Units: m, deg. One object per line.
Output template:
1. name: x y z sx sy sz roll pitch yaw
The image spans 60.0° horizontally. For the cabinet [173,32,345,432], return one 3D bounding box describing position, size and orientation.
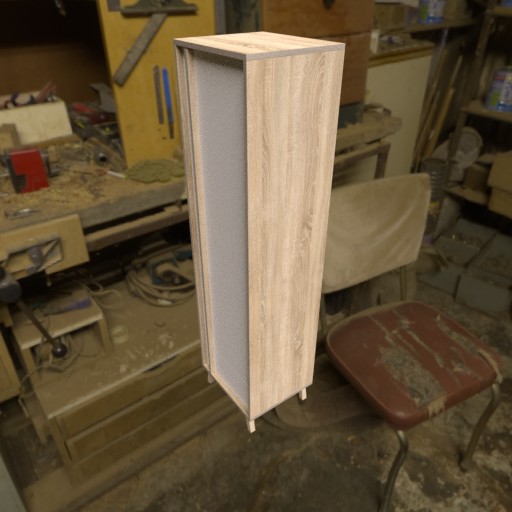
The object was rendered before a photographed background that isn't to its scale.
1. cabinet: 0.000 0.000 2.232 0.450 1.960 0.510 -21 38 -30
